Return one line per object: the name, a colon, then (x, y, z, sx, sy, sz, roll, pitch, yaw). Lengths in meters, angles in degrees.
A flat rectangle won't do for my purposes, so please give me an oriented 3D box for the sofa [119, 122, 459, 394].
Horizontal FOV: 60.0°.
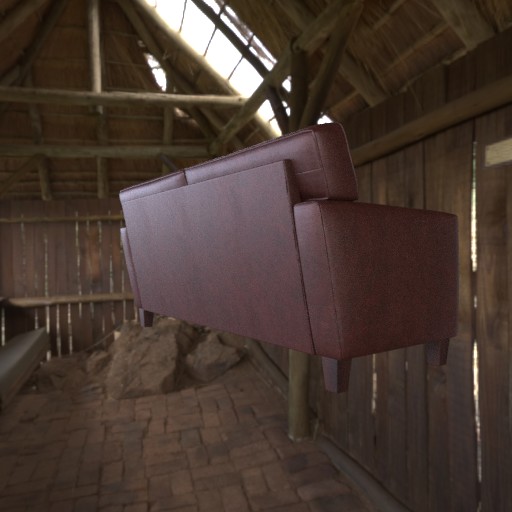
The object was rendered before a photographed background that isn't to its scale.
sofa: (0.000, 0.000, 2.373, 0.912, 0.928, 1.876, 0, 0, -36)
